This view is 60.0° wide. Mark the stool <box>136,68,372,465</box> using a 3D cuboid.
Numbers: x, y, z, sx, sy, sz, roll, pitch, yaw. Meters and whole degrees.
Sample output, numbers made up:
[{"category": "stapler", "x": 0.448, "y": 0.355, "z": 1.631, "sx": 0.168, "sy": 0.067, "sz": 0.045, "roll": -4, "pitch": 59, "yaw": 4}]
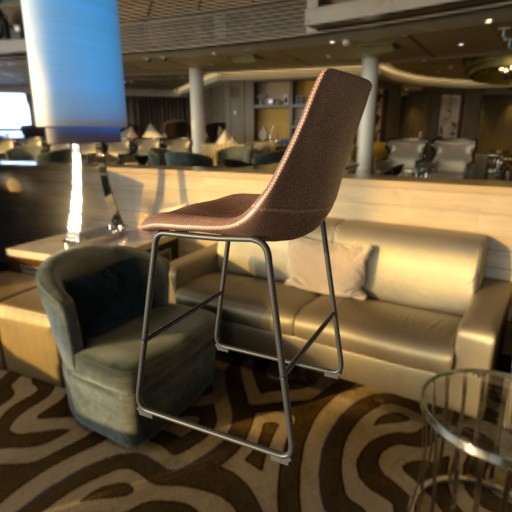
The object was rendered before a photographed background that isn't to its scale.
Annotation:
[{"category": "stool", "x": 0.000, "y": 0.000, "z": 1.214, "sx": 0.550, "sy": 0.890, "sz": 0.460, "roll": 8, "pitch": 18, "yaw": 25}]
